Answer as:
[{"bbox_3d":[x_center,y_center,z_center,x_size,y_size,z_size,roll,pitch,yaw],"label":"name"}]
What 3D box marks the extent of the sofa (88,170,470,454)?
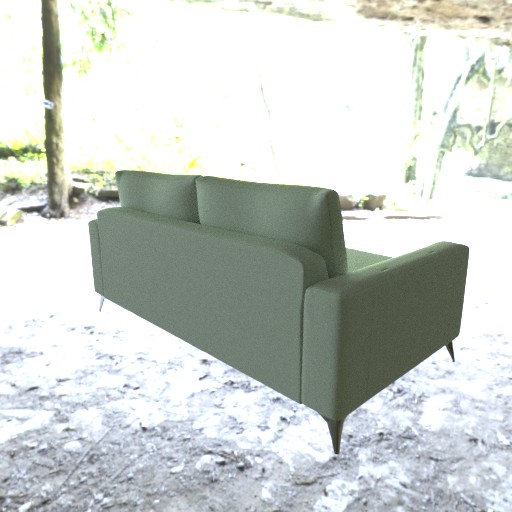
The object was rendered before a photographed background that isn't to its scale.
[{"bbox_3d":[0.000,0.000,2.111,0.920,0.790,1.650,-14,20,-42],"label":"sofa"}]
